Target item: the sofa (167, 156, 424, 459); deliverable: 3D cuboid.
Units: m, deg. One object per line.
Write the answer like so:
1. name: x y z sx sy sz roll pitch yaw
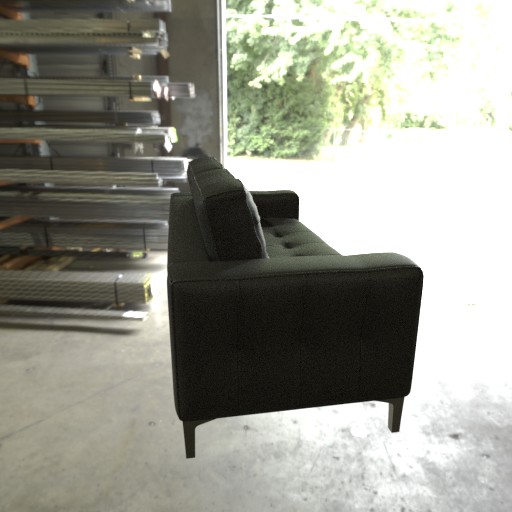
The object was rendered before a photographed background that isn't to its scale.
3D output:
1. sofa: 0.000 0.000 2.199 0.833 0.893 1.726 -3 17 -10
